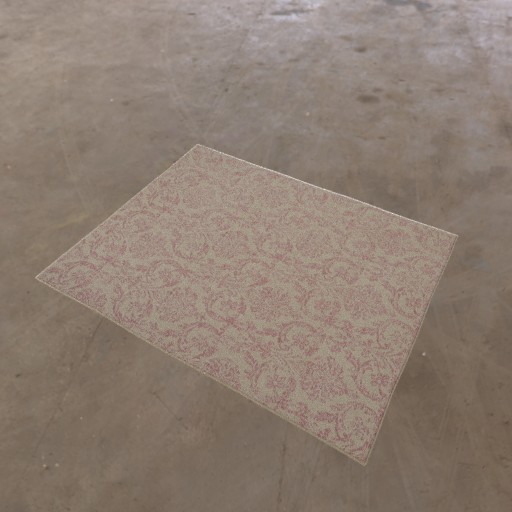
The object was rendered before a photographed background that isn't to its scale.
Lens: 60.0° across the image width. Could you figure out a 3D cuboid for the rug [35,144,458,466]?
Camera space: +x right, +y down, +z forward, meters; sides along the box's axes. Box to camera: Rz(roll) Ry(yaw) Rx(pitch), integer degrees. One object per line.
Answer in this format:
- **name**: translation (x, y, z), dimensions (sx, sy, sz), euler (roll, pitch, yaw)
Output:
- **rug**: translation (0.000, 0.000, 3.946), dimensions (2.980, 0.012, 2.363), euler (24, 51, 20)
